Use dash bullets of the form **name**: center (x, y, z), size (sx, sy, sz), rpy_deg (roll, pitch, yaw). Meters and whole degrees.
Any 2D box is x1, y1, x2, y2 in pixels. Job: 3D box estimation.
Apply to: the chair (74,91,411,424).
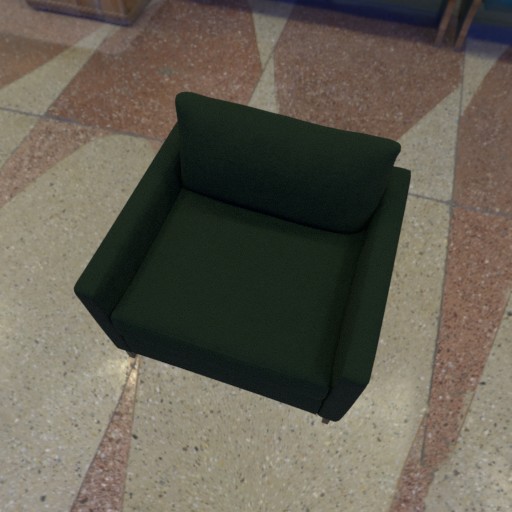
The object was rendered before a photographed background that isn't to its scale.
- **chair**: center (0.000, 0.000, 1.662), size (0.963, 0.861, 0.866), rpy_deg (16, 59, 10)
